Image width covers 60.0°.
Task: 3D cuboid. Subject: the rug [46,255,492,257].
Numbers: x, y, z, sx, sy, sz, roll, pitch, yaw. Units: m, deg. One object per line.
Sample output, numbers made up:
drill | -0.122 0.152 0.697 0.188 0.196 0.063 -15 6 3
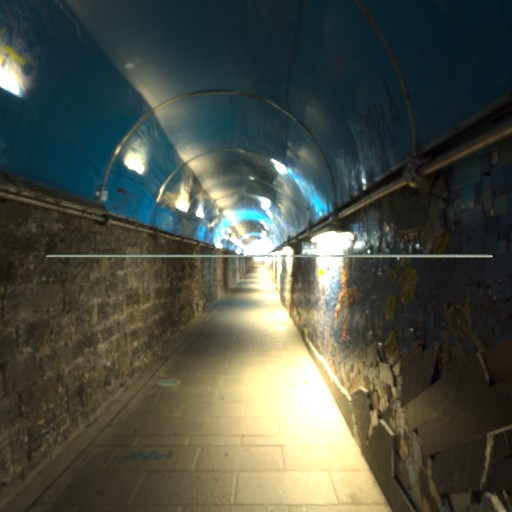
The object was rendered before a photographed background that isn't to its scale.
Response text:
rug | 0.000 0.000 2.425 2.196 0.011 0.662 0 0 16
